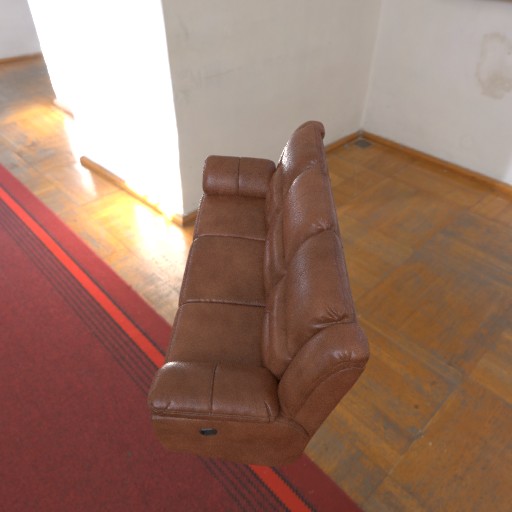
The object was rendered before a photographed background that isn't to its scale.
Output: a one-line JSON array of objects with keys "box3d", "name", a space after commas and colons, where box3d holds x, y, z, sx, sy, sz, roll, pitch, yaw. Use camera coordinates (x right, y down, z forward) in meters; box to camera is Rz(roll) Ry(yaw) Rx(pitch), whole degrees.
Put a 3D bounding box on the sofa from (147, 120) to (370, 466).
[{"box3d": [0.000, 0.000, 2.873, 0.991, 1.043, 2.337, 1, 41, 1], "name": "sofa"}]
